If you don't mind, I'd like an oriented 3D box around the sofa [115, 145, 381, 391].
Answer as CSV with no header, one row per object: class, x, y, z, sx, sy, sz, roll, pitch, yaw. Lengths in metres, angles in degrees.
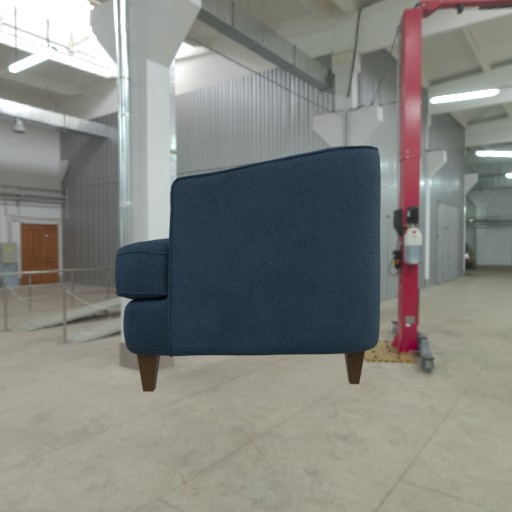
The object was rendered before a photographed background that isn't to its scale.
sofa,0.000,0.000,2.267,0.941,0.854,1.733,0,2,0
